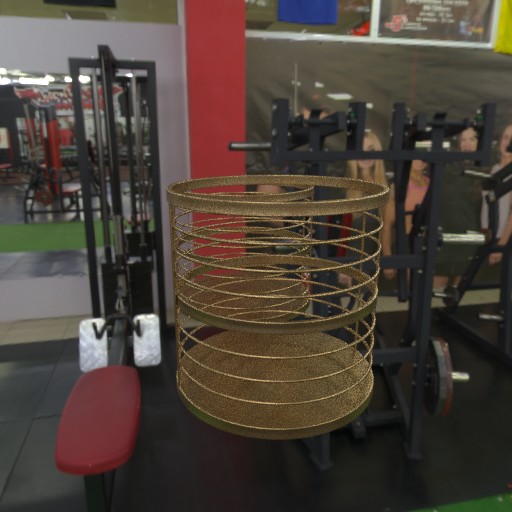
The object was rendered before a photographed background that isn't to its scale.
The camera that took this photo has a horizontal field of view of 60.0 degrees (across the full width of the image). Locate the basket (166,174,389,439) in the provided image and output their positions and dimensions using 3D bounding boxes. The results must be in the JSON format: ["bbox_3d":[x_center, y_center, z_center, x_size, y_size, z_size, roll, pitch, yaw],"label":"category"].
[{"bbox_3d":[0.000,0.000,0.958,0.356,0.351,0.746,-3,16,-10],"label":"basket"}]
